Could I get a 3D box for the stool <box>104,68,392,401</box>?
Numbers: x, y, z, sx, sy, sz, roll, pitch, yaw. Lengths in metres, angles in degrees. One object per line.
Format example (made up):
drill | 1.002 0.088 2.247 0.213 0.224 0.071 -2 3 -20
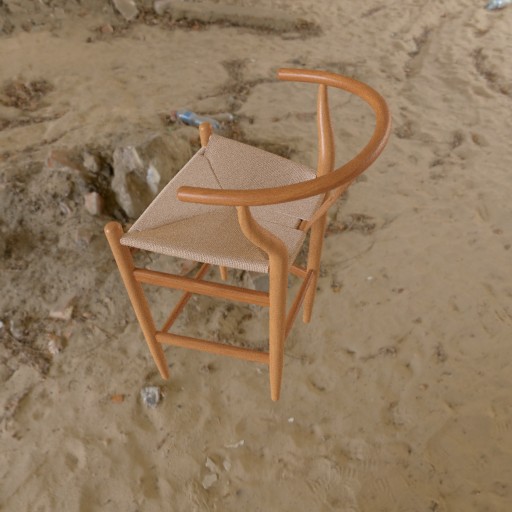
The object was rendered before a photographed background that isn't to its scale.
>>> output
stool | 0.000 0.000 1.312 0.579 0.970 0.569 17 50 15
